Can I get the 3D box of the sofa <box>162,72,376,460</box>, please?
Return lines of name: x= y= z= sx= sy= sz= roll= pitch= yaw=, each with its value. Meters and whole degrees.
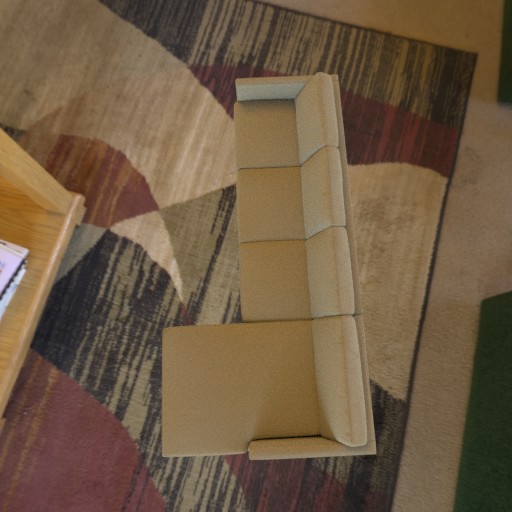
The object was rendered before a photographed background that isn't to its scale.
sofa: x=0.000 y=0.000 z=3.815 sx=1.622 sy=0.867 sz=3.177 roll=-2 pitch=76 yaw=-1
